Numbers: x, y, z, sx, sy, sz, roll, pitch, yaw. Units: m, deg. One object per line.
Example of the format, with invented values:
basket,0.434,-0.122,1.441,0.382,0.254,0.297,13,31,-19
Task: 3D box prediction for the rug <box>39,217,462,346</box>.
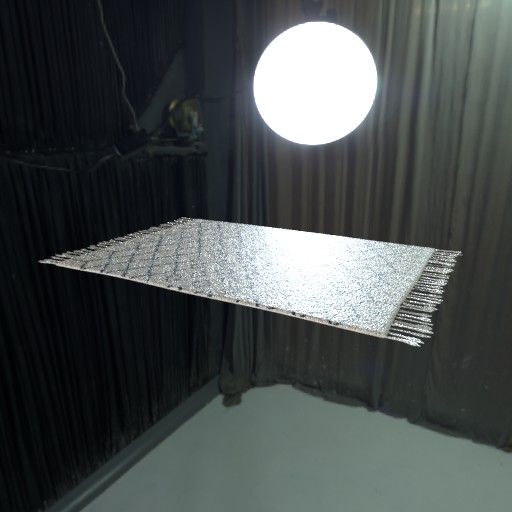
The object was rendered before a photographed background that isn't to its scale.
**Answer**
rug,0.000,0.000,3.201,2.615,0.029,1.664,9,19,27
